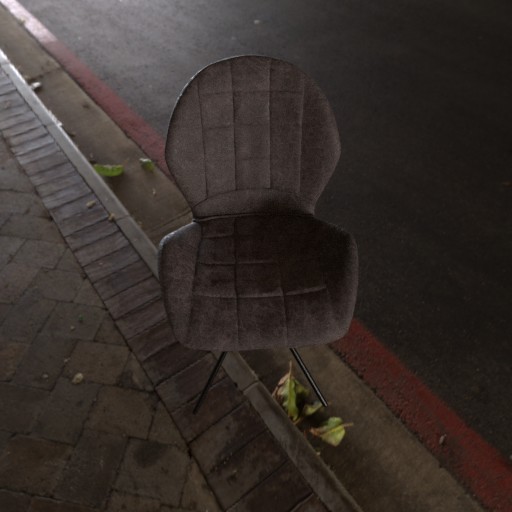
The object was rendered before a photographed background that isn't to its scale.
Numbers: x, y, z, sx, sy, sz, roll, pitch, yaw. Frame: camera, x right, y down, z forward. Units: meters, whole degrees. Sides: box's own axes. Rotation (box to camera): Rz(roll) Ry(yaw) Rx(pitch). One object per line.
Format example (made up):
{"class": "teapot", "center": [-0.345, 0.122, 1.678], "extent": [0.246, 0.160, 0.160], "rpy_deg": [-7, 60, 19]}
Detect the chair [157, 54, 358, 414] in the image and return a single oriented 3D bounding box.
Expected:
{"class": "chair", "center": [0.000, 0.000, 1.314], "extent": [0.527, 0.934, 0.640], "rpy_deg": [-2, 46, -2]}
